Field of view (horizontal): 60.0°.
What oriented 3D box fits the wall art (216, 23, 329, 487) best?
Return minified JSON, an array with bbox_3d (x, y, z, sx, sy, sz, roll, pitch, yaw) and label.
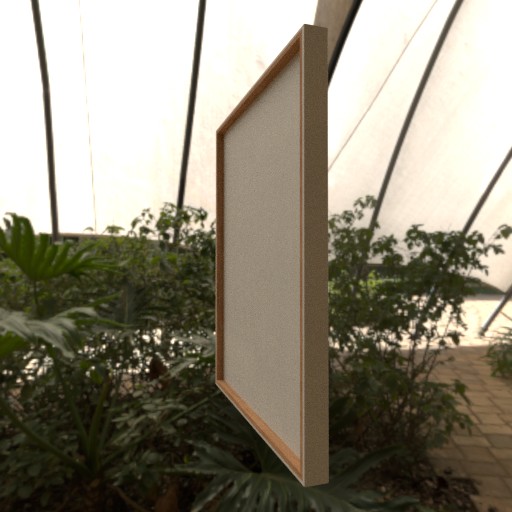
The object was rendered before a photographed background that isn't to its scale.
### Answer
[{"bbox_3d":[0.000,0.000,0.825,0.037,0.606,0.508,0,-1,-18],"label":"wall art"}]
